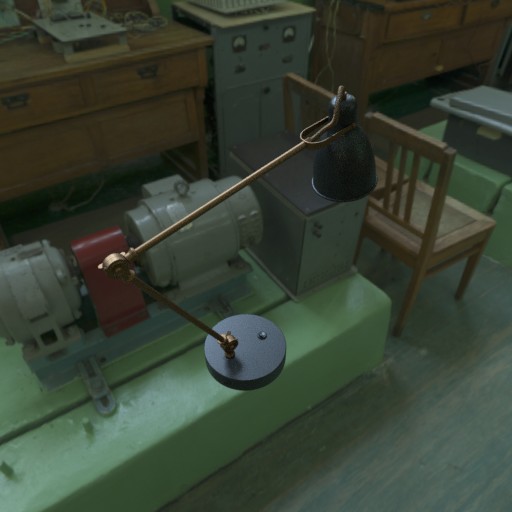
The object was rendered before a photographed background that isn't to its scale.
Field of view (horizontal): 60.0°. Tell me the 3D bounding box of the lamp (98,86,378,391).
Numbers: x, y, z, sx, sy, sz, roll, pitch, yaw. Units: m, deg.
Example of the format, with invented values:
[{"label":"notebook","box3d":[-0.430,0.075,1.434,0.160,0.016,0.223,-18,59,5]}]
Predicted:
[{"label":"lamp","box3d":[0.000,0.000,0.852,0.561,0.587,0.187,-25,47,-26]}]
